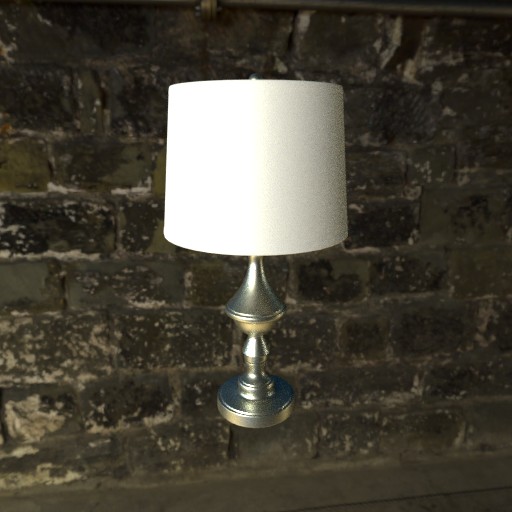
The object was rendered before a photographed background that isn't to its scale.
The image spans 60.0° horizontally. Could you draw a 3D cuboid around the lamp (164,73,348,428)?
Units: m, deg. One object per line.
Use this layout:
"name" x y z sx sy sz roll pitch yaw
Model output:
"lamp" 0.000 0.000 0.957 0.383 0.733 0.383 0 16 0
